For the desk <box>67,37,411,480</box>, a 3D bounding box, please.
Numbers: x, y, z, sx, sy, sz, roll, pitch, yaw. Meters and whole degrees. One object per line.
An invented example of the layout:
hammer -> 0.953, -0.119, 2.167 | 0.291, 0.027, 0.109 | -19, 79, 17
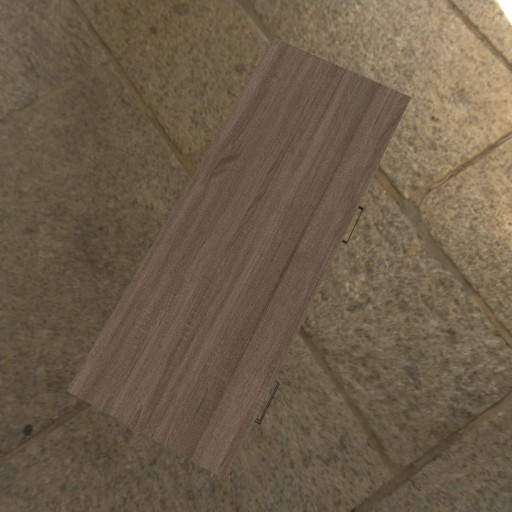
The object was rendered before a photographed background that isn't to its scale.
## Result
desk -> 0.000, 0.000, 2.135 | 0.690, 0.760, 1.700 | 26, 78, 6
